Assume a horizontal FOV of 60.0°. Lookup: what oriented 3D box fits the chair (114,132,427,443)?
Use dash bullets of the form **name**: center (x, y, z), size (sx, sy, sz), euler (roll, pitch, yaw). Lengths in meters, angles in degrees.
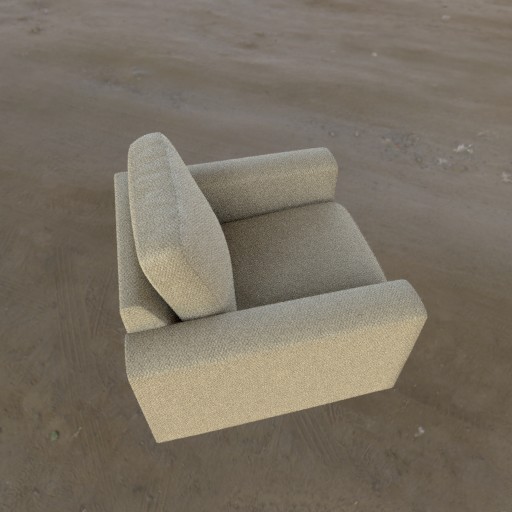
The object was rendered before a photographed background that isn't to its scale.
- **chair**: center (0.000, 0.000, 1.790), size (1.016, 0.873, 1.005), euler (-10, 48, -9)
